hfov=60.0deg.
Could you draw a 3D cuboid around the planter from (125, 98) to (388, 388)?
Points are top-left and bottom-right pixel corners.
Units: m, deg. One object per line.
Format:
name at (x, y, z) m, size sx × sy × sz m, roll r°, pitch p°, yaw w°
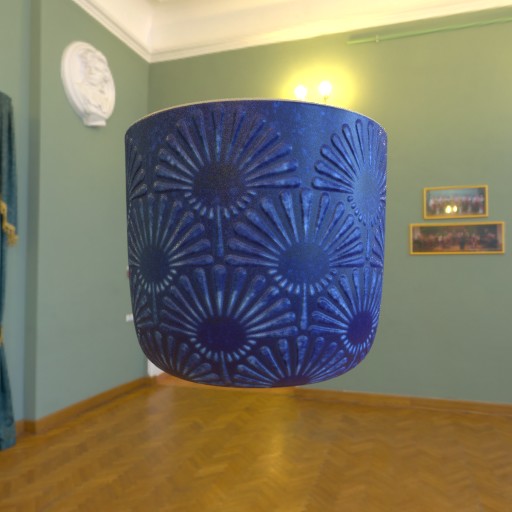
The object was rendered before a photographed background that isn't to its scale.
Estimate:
planter at (0.000, 0.000, 0.216) m, size 0.124 × 0.109 × 0.124 m, roll 0°, pitch -2°, yaw 0°
